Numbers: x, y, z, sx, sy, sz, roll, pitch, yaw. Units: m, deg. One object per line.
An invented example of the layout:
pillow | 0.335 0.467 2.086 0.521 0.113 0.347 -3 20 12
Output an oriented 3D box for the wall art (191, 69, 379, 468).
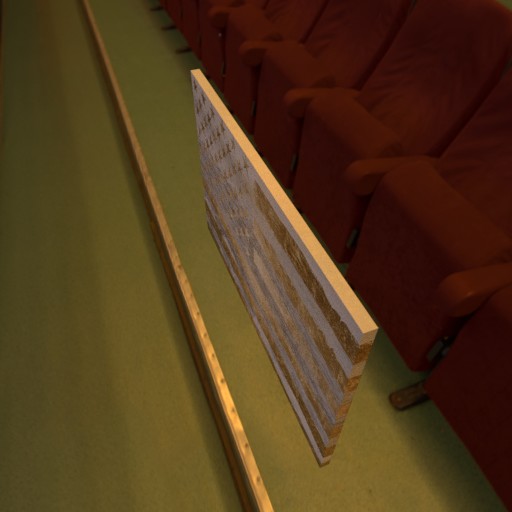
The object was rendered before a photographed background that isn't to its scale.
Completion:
wall art | 0.000 0.000 1.179 0.027 0.610 0.932 -16 49 -14
